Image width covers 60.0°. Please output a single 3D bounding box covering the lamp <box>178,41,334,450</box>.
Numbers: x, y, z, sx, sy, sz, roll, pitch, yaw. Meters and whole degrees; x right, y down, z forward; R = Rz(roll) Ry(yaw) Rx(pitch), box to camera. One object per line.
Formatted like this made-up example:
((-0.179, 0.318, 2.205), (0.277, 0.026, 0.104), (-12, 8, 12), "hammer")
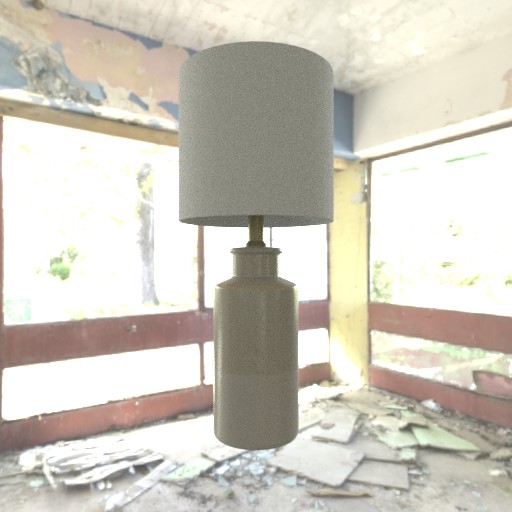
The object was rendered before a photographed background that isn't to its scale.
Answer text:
((0.000, 0.000, 0.613), (0.212, 0.493, 0.212), (0, 0, 2), "lamp")
